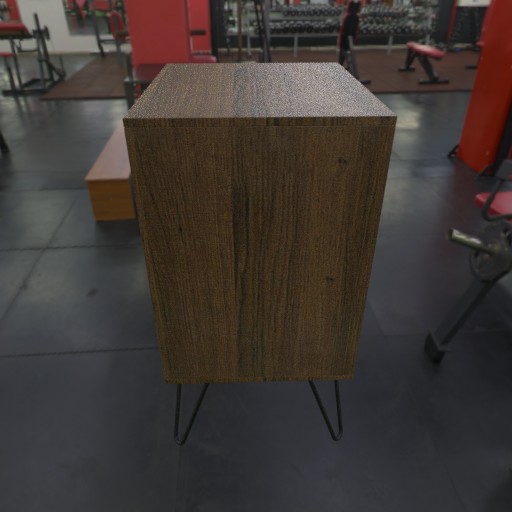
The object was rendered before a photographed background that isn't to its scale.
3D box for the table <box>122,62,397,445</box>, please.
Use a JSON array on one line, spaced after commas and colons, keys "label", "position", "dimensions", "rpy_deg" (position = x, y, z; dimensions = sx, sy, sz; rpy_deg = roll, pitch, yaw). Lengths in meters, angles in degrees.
[{"label": "table", "position": [0.000, 0.000, 1.173], "dimensions": [0.457, 0.866, 0.526], "rpy_deg": [-1, 32, -2]}]
